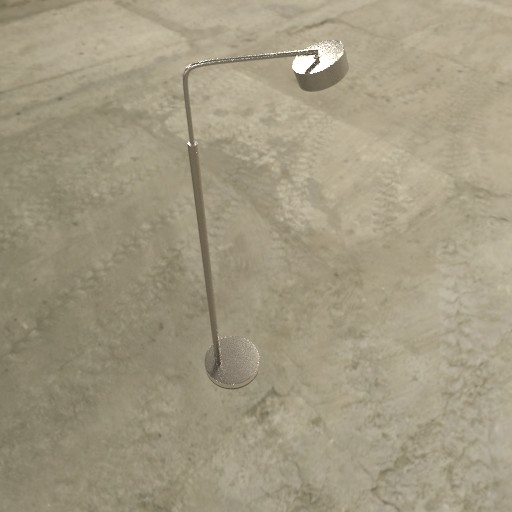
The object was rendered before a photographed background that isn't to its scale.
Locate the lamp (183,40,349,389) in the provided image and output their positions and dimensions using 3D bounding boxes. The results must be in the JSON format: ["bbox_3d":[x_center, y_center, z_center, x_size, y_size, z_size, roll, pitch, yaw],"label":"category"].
[{"bbox_3d":[0.000,0.000,1.389,0.421,1.250,0.222,-10,47,-9],"label":"lamp"}]
